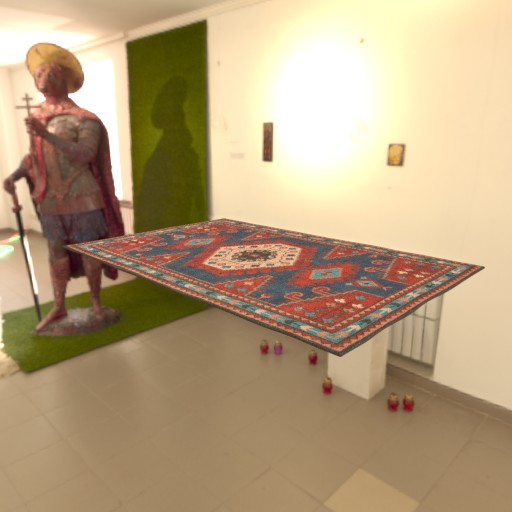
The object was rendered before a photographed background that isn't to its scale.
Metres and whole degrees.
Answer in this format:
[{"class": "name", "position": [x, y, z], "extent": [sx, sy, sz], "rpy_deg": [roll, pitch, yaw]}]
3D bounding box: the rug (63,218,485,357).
[{"class": "rug", "position": [0.000, 0.000, 2.261], "extent": [1.820, 0.012, 1.207], "rpy_deg": [14, 21, 42]}]
